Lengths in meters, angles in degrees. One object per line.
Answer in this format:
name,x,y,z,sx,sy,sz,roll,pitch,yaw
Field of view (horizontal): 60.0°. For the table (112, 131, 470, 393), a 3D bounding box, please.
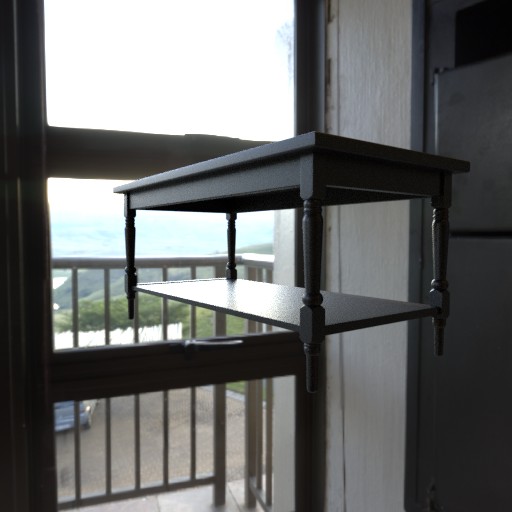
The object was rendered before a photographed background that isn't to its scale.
table,0.000,0.000,1.428,0.550,0.510,1.107,-2,3,-37
